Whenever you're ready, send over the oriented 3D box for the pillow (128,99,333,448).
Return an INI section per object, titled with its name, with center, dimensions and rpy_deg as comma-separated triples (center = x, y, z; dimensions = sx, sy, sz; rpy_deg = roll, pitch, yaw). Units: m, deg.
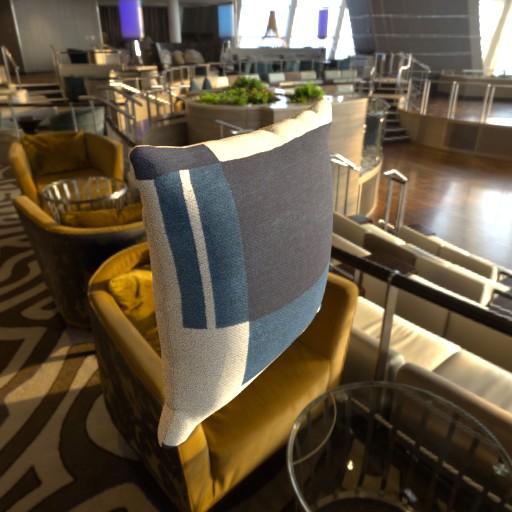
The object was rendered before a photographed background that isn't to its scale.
[pillow]
center = 0.000, 0.000, 0.818
dimensions = 0.229, 0.506, 0.536
rpy_deg = 17, 31, 31
